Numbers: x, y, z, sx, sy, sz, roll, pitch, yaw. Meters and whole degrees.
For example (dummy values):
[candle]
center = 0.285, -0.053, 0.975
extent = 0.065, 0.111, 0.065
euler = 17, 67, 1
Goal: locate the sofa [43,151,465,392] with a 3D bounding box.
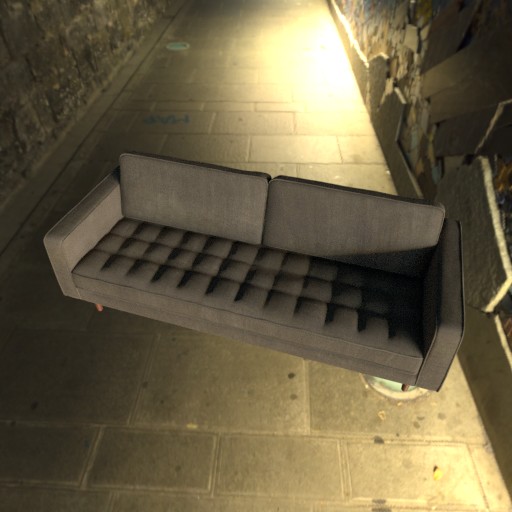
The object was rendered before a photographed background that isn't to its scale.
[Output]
[sofa]
center = 0.000, 0.000, 2.654
extent = 2.295, 0.813, 0.923
euler = 12, 43, 13
